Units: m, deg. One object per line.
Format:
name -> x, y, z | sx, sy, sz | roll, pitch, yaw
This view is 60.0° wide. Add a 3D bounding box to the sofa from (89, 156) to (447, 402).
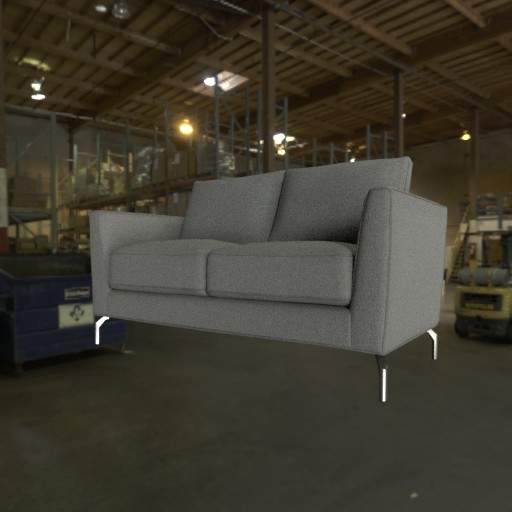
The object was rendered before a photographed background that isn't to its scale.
sofa -> 0.000, 0.000, 2.165 | 1.594, 0.924, 0.803 | 0, 1, 35
